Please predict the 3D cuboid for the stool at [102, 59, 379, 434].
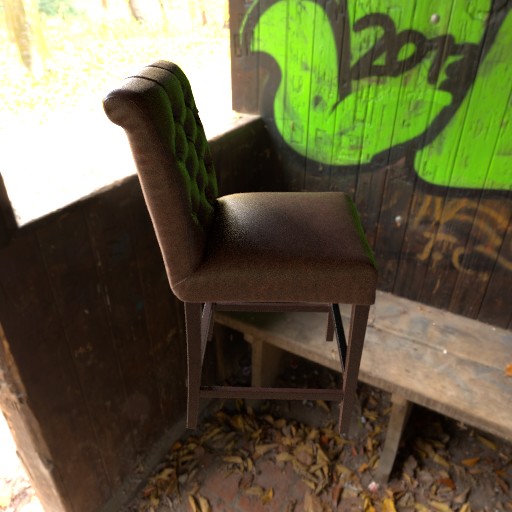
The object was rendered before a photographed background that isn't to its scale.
[{"bbox_3d":[0.000,0.000,1.385,0.660,1.084,0.486,1,32,2],"label":"stool"}]
